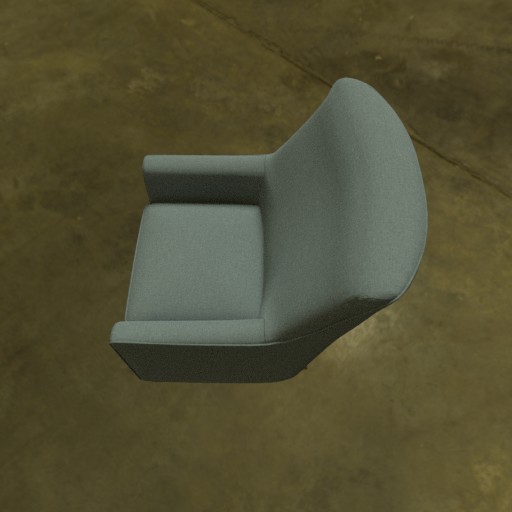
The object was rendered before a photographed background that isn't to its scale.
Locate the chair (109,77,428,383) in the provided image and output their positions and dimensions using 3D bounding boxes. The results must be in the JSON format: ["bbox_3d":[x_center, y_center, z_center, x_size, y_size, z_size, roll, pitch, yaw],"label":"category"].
[{"bbox_3d":[0.000,0.000,1.552,0.879,0.916,0.756,1,60,0],"label":"chair"}]
